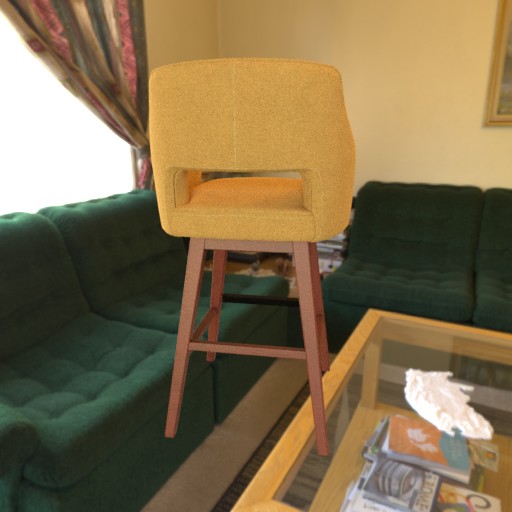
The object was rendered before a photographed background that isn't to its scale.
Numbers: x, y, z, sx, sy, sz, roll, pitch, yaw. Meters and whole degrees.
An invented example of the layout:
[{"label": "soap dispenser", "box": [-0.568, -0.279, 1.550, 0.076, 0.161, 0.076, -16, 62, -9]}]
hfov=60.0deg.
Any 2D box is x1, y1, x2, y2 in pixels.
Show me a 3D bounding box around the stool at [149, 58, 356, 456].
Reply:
[{"label": "stool", "box": [0.000, 0.000, 1.317, 0.548, 1.012, 0.558, 3, 16, 9]}]
